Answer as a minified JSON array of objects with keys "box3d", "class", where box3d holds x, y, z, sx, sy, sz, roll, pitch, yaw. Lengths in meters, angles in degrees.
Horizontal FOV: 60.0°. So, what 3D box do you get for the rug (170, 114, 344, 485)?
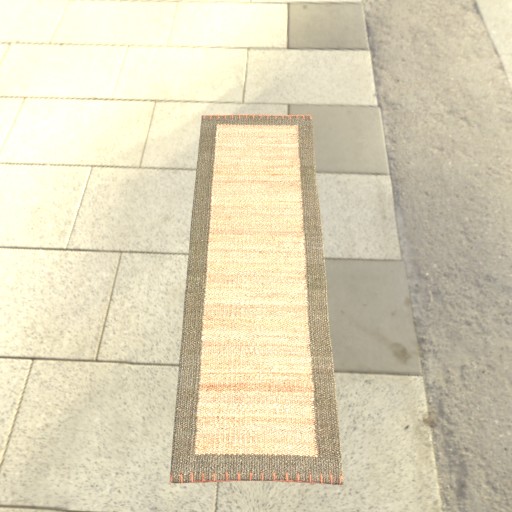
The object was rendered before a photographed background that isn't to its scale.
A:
[{"box3d":[0.000,0.000,2.630,0.810,0.016,2.413,0,59,0],"class":"rug"}]
